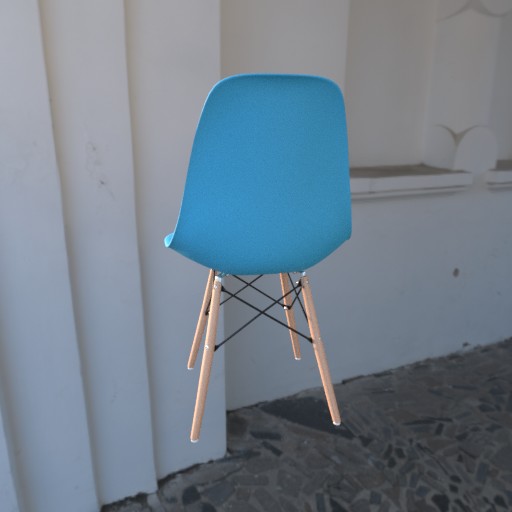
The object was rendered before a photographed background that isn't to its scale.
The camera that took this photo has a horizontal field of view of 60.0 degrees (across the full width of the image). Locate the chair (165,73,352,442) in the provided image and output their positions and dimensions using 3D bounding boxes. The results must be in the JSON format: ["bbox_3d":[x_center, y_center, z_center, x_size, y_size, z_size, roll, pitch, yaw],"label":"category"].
[{"bbox_3d":[0.000,0.000,1.166,0.470,0.826,0.531,-3,15,-10],"label":"chair"}]
